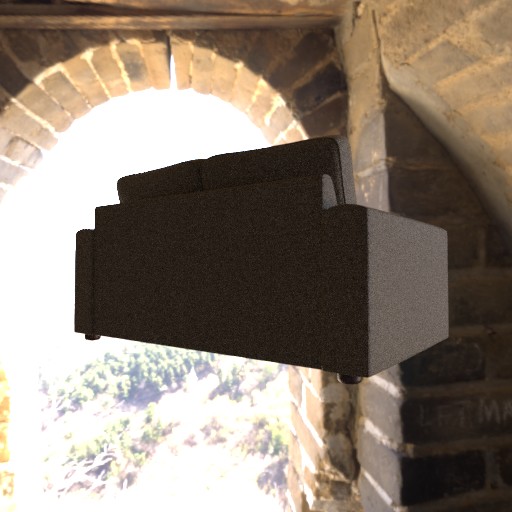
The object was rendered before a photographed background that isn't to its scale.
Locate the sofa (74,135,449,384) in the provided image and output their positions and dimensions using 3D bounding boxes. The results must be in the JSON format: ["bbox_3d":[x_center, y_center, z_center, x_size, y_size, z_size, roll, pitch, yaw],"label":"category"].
[{"bbox_3d":[0.000,0.000,2.236,1.616,0.873,1.016,-1,-2,37],"label":"sofa"}]
